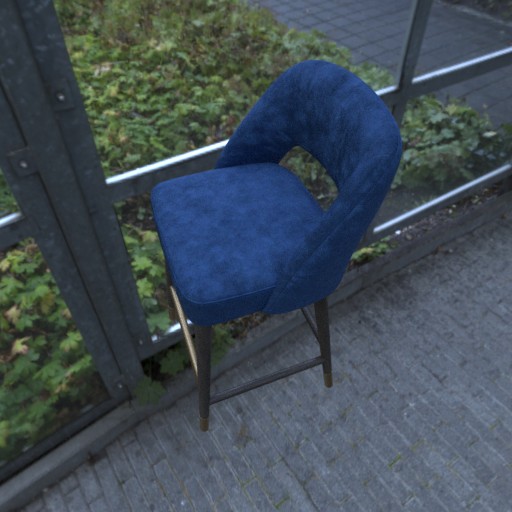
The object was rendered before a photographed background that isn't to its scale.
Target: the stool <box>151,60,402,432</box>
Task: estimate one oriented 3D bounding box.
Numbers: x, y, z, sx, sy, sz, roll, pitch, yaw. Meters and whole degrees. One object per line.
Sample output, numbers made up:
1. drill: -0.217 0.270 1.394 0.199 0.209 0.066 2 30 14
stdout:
1. stool: 0.000 0.000 1.234 0.524 0.925 0.536 -15 48 -14
